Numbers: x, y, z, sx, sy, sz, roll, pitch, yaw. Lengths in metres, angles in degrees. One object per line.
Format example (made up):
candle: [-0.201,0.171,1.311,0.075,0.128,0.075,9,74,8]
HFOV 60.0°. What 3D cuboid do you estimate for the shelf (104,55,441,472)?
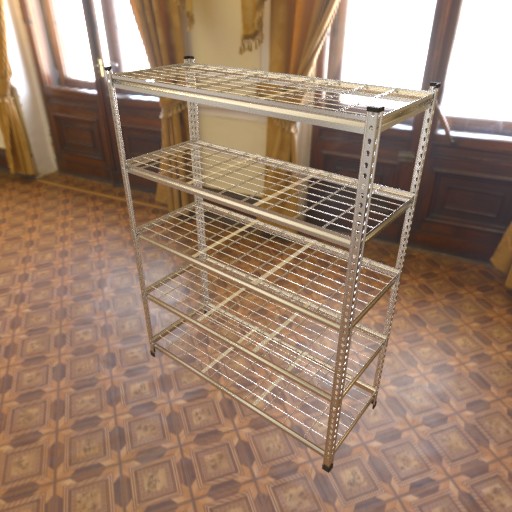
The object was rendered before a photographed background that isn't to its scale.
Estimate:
shelf: [0.000,0.000,2.582,1.524,1.981,0.610,22,37,32]
